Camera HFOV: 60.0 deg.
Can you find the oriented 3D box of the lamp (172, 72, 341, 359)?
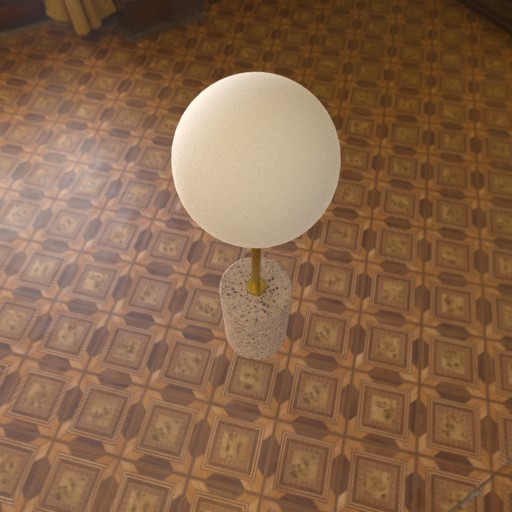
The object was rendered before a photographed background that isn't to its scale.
[{"bbox_3d":[0.000,0.000,0.546,0.153,0.480,0.153,0,58,0],"label":"lamp"}]
